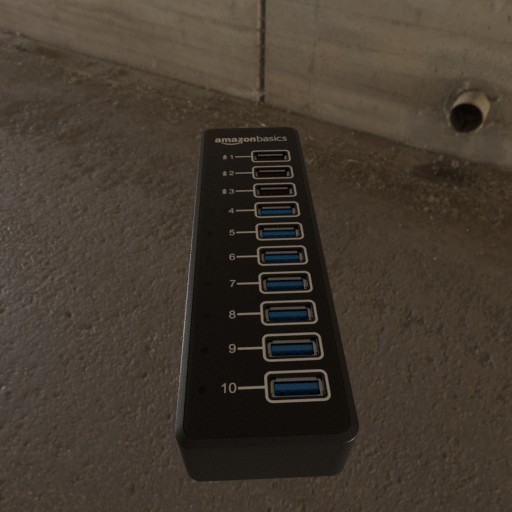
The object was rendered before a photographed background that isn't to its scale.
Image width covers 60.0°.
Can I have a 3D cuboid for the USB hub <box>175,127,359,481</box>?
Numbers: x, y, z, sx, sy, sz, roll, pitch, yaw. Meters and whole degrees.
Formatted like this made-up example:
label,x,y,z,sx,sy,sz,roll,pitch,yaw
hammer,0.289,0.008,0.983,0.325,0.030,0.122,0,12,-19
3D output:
label,x,y,z,sx,sy,sz,roll,pitch,yaw
USB hub,0.000,0.000,0.161,0.044,0.023,0.145,-2,46,-2
